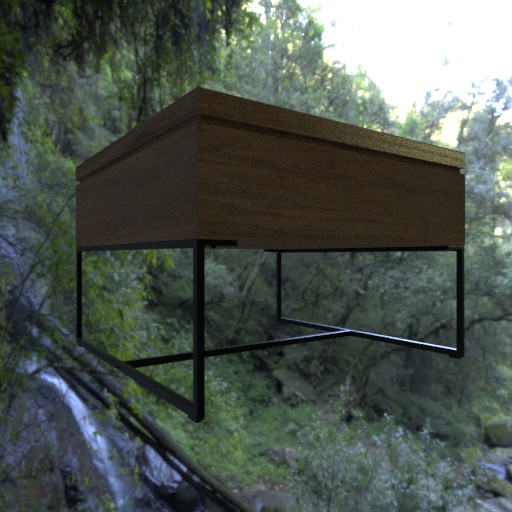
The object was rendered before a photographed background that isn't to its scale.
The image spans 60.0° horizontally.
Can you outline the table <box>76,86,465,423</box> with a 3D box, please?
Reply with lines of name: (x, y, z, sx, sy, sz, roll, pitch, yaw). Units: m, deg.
table: (0.000, 0.000, 1.077, 0.679, 0.464, 0.676, 0, 0, -35)
